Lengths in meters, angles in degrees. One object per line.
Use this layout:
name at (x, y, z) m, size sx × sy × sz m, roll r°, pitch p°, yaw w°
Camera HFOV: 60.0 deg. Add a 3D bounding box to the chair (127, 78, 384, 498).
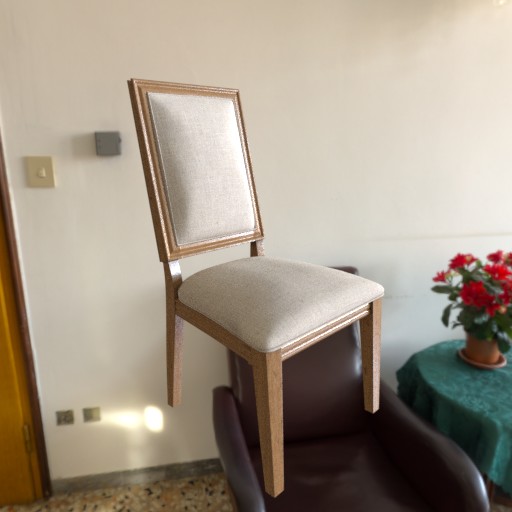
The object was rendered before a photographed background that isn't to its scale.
chair at (0.000, 0.000, 1.304) m, size 0.601 × 0.988 × 0.536 m, roll 14°, pitch 20°, yaw 42°
